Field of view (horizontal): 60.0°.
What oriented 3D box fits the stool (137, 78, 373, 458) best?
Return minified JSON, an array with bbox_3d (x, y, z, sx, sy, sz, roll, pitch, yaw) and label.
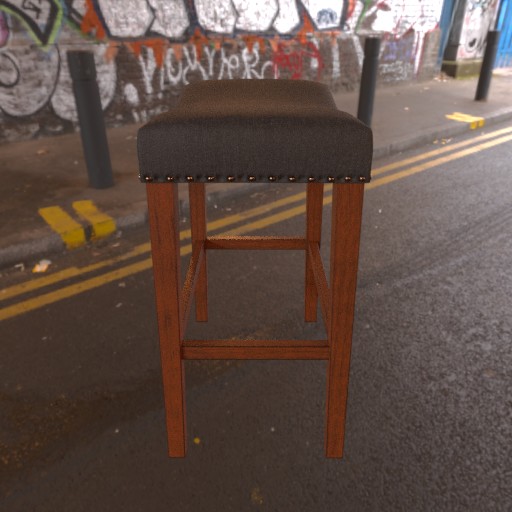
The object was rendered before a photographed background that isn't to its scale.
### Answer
[{"bbox_3d":[0.000,0.000,0.865,0.320,0.612,0.439,0,28,0],"label":"stool"}]
